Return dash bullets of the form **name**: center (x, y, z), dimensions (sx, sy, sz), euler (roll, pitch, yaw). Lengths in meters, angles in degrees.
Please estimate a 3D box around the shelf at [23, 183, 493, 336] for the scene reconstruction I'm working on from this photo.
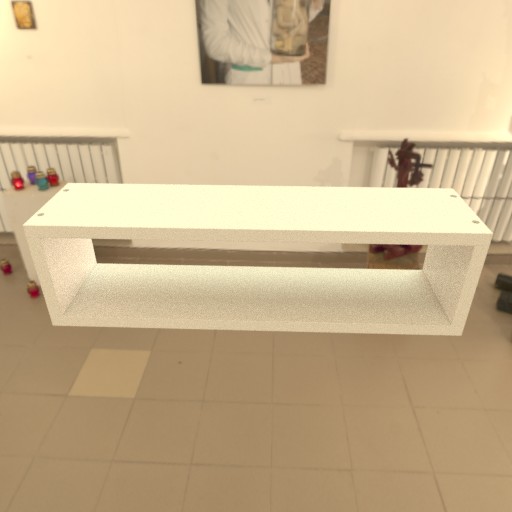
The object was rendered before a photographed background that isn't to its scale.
- **shelf**: center (0.000, 0.000, 0.681), dimensions (0.610, 0.170, 0.150), euler (1, 31, 2)
